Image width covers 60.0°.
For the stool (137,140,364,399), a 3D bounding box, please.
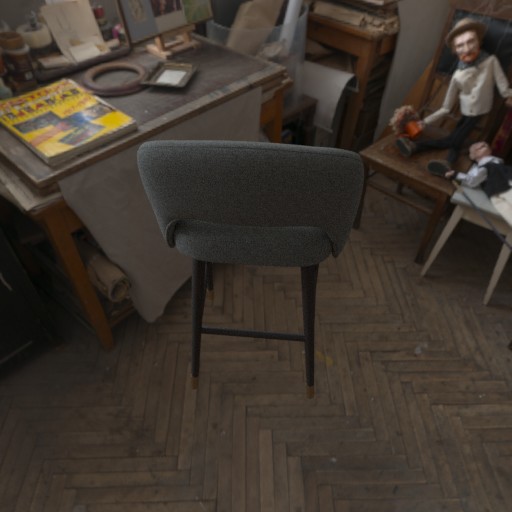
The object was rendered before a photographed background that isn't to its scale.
[{"bbox_3d":[0.000,0.000,1.377,0.536,1.089,0.524,4,46,3],"label":"stool"}]
